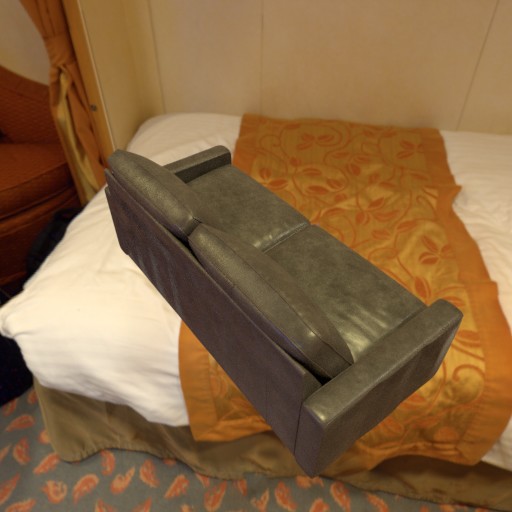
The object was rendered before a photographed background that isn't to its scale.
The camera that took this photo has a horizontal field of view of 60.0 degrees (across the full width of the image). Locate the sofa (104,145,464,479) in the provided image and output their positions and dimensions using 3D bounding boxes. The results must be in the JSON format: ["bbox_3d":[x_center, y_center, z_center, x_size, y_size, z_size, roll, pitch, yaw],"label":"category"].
[{"bbox_3d":[0.000,0.000,2.565,0.939,0.916,2.081,-28,49,-27],"label":"sofa"}]
